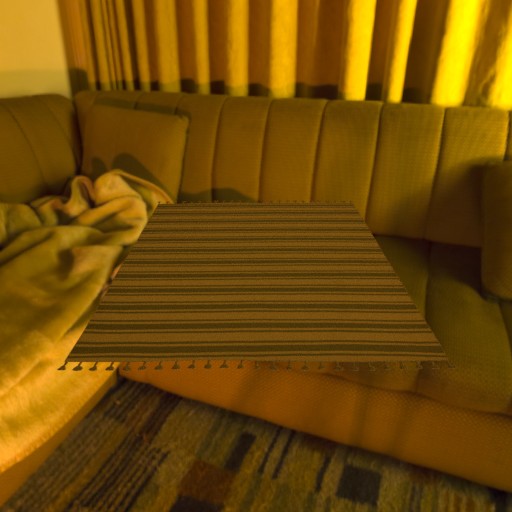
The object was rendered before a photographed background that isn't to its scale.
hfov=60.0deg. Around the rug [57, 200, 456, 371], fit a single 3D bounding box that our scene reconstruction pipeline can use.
[{"bbox_3d":[0.000,0.000,4.129,2.439,0.005,3.201,0,26,0],"label":"rug"}]
